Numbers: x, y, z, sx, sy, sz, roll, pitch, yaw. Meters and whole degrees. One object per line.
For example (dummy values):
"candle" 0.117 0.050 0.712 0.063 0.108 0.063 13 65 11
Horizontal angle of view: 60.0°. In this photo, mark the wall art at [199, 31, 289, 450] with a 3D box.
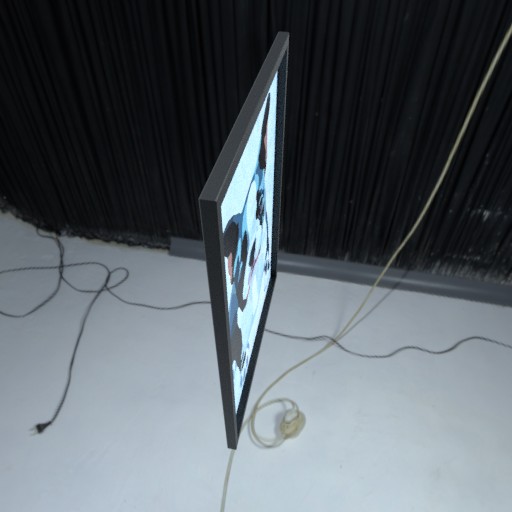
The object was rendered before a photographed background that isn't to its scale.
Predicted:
"wall art" 0.000 0.000 1.347 0.030 1.027 0.774 8 46 8
